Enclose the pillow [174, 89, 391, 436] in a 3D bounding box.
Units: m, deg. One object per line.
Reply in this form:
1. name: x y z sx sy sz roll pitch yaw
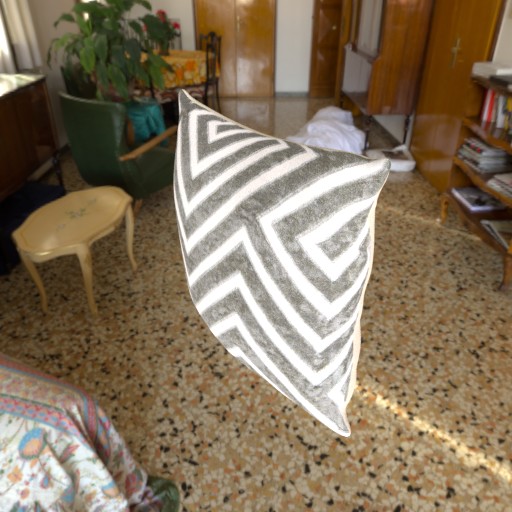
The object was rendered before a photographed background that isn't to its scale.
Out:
1. pillow: 0.000 0.000 0.697 0.182 0.441 0.440 -21 37 -31
